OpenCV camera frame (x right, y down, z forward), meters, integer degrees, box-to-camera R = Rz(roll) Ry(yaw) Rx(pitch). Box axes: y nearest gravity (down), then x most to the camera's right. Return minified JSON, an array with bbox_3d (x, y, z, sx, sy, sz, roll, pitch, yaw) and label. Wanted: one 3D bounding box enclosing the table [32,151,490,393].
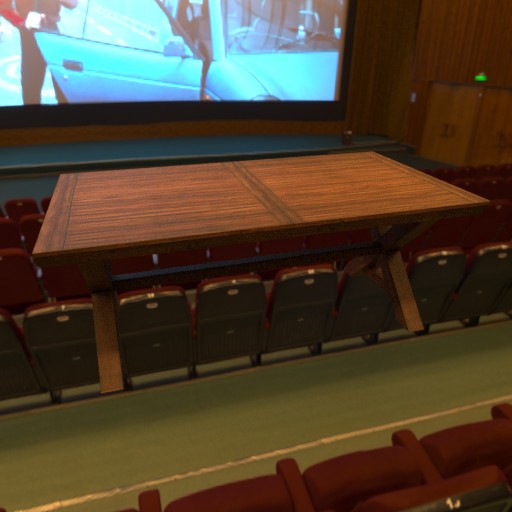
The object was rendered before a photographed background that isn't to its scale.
[{"bbox_3d":[0.000,0.000,2.448,1.966,0.793,1.071,-7,27,-15],"label":"table"}]
